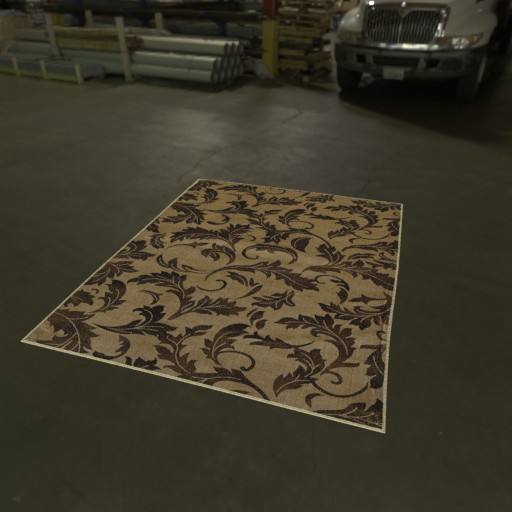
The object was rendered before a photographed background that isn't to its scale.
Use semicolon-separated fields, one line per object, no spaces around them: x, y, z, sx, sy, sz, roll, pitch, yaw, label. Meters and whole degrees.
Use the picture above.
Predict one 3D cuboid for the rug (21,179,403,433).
0.000;0.000;3.856;2.380;0.008;2.977;9;33;15;rug
